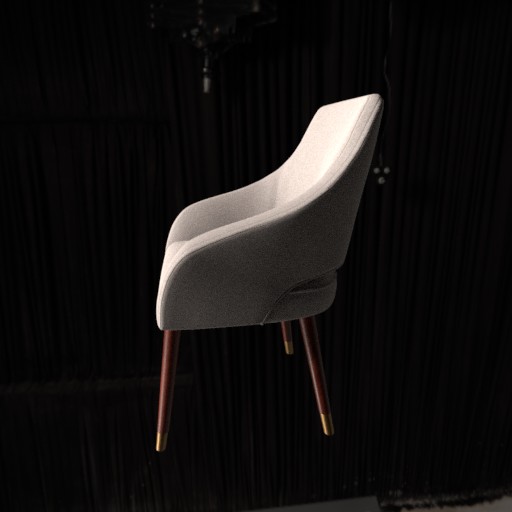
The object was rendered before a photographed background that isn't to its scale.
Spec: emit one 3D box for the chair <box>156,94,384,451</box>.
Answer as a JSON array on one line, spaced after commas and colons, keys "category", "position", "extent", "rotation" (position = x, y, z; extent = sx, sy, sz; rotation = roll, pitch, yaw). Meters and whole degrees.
[{"category": "chair", "position": [0.000, 0.000, 1.310], "extent": [0.600, 0.889, 0.609], "rotation": [-2, 15, -9]}]
